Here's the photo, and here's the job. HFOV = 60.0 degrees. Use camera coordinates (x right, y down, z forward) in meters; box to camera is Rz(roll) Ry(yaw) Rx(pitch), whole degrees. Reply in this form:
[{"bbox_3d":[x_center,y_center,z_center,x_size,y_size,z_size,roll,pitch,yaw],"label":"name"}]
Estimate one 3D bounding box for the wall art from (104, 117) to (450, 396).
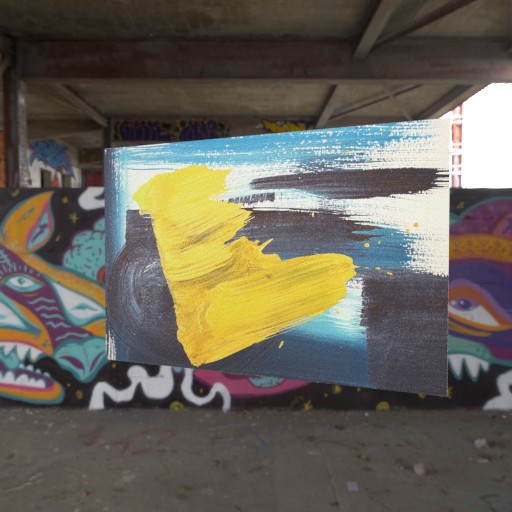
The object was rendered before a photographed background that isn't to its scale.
[{"bbox_3d":[0.000,0.000,0.764,0.609,0.406,0.033,1,2,20],"label":"wall art"}]
